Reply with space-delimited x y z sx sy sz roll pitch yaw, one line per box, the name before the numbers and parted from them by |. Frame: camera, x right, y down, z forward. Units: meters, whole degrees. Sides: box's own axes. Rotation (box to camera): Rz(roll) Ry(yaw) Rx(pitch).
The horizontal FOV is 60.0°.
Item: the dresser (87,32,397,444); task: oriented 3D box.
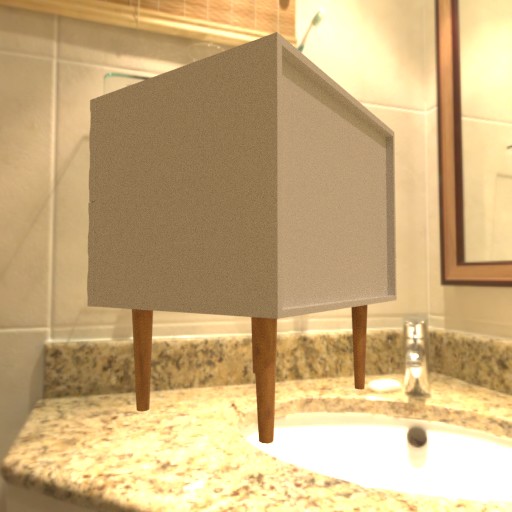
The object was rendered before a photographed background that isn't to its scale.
dresser | 0.000 0.000 0.899 0.414 0.568 0.503 -2 -3 34
